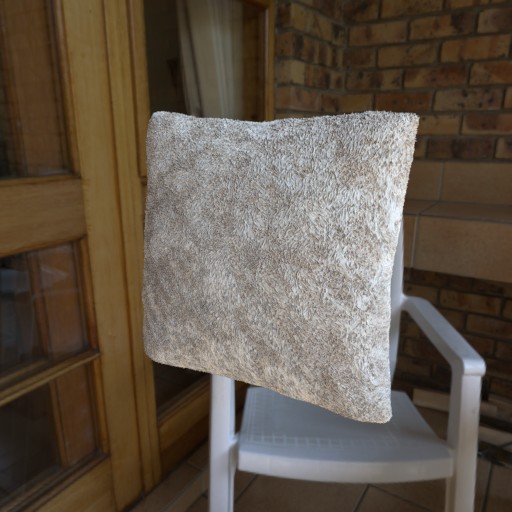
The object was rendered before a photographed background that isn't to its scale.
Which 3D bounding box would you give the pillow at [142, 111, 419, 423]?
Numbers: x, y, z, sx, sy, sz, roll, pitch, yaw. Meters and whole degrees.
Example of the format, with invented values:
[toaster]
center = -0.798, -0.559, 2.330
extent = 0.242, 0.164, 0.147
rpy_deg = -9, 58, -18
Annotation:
[pillow]
center = 0.000, 0.000, 0.808
extent = 0.529, 0.515, 0.218
rpy_deg = 8, 17, 25
